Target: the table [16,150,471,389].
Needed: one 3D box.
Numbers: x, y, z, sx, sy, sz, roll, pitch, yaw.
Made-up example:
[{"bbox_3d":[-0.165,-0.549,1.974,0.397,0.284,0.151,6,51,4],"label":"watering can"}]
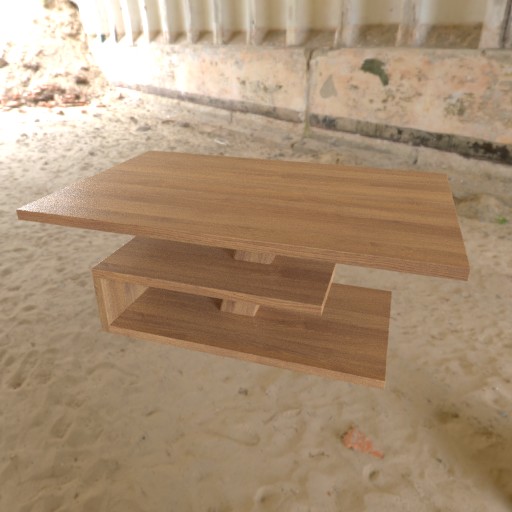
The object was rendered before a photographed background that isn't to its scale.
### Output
[{"bbox_3d":[0.000,0.000,1.412,1.100,0.442,0.700,8,28,16],"label":"table"}]
